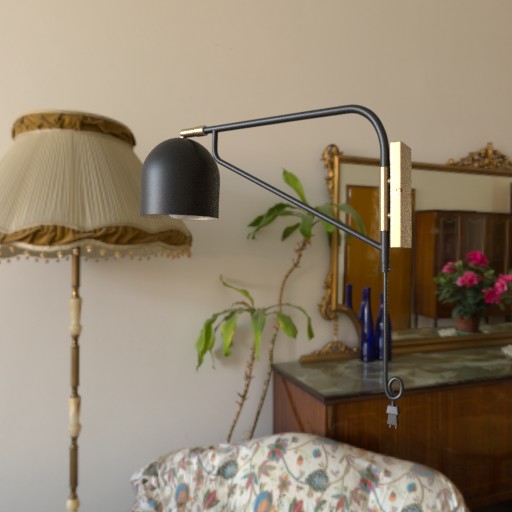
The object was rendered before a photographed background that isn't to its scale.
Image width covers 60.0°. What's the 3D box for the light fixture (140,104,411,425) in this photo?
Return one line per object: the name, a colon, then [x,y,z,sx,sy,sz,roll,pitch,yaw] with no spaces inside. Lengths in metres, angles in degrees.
light fixture: [0.000,0.000,1.080,0.720,0.696,0.215,0,0,34]
